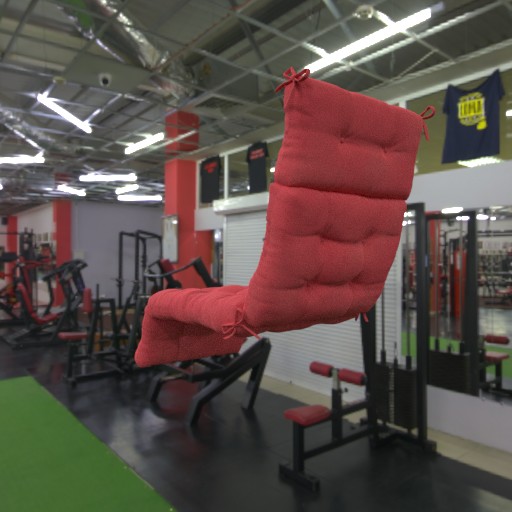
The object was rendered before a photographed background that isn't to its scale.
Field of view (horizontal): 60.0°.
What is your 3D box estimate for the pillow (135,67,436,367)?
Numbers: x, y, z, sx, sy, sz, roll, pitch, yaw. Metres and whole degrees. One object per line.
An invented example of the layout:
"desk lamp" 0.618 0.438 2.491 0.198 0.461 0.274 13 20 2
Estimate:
"pillow" 0.000 0.000 1.491 0.526 0.863 1.016 0 0 -37
